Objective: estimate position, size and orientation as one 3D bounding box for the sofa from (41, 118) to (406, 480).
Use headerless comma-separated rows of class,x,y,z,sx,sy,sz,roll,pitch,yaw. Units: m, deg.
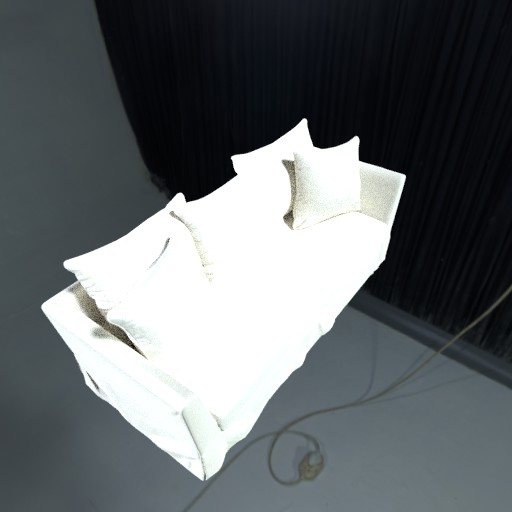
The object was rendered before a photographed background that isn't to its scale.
sofa,0.000,0.000,2.805,1.031,1.034,2.290,25,46,27
